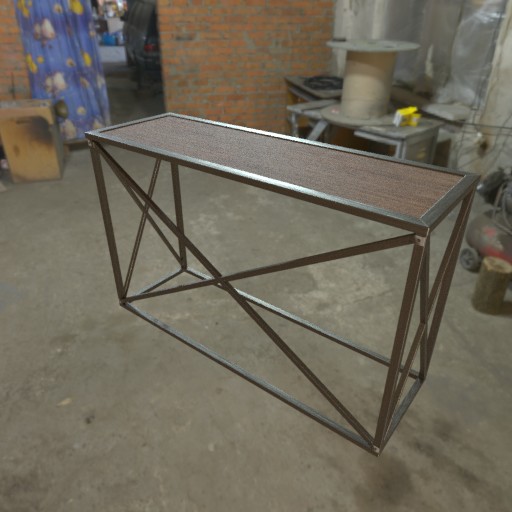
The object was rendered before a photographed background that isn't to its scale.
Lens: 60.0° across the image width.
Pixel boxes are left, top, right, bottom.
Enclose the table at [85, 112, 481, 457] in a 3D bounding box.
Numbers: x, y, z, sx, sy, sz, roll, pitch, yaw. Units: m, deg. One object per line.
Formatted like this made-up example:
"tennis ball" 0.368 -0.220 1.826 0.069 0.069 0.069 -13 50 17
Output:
"table" 0.000 0.000 1.559 1.216 0.753 0.402 21 36 32
